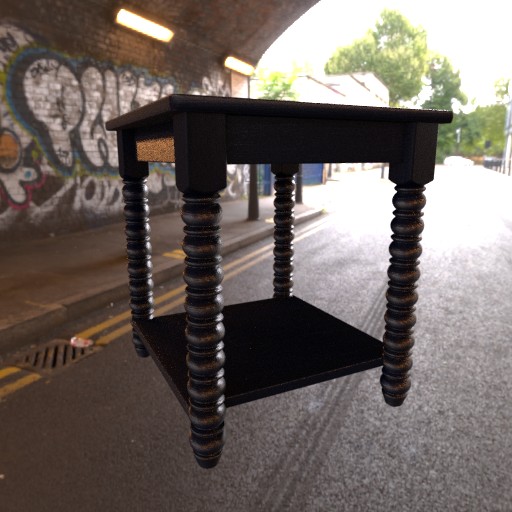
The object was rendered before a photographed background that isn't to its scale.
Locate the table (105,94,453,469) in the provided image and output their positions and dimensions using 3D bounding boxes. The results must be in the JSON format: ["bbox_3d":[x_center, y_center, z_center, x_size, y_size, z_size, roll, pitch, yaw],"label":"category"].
[{"bbox_3d":[0.000,0.000,0.944,0.500,0.567,0.533,-6,14,-26],"label":"table"}]
